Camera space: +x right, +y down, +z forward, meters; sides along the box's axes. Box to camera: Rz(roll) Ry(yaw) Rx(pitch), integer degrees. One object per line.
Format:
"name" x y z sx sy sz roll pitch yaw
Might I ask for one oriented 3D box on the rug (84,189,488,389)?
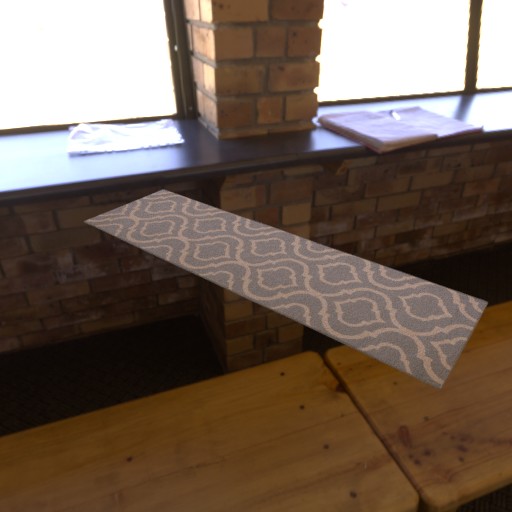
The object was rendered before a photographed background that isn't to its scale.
"rug" 0.000 0.000 2.475 2.275 0.009 0.684 22 37 32
